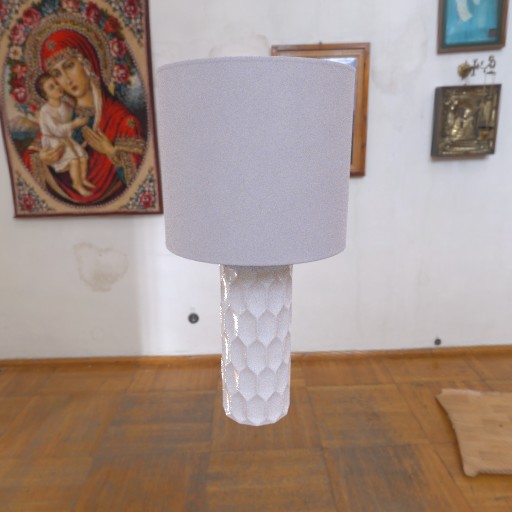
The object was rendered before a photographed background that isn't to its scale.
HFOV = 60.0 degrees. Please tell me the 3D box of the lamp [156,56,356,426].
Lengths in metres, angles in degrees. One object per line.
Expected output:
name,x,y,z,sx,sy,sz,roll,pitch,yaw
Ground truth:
lamp,0.000,0.000,0.697,0.277,0.537,0.277,14,20,41
